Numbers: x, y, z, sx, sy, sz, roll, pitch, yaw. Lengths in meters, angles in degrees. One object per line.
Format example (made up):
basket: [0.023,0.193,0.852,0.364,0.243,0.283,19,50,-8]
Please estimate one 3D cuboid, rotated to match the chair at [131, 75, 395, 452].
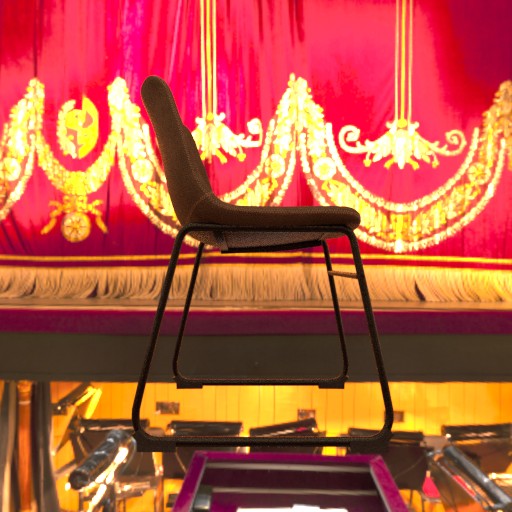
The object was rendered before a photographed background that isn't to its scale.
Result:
chair: [0.000,0.000,1.108,0.551,0.780,0.460,0,-1,0]
